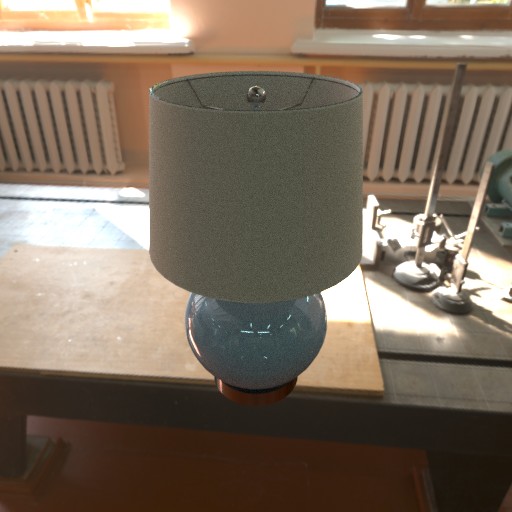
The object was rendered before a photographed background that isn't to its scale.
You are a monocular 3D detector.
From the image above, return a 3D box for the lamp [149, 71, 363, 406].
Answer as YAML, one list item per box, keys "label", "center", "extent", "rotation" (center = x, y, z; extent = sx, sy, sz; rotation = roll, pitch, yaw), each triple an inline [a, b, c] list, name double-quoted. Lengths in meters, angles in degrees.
- label: "lamp"
  center: [0.000, 0.000, 0.533]
  extent: [0.247, 0.387, 0.247]
  rotation: [0, 31, 0]
